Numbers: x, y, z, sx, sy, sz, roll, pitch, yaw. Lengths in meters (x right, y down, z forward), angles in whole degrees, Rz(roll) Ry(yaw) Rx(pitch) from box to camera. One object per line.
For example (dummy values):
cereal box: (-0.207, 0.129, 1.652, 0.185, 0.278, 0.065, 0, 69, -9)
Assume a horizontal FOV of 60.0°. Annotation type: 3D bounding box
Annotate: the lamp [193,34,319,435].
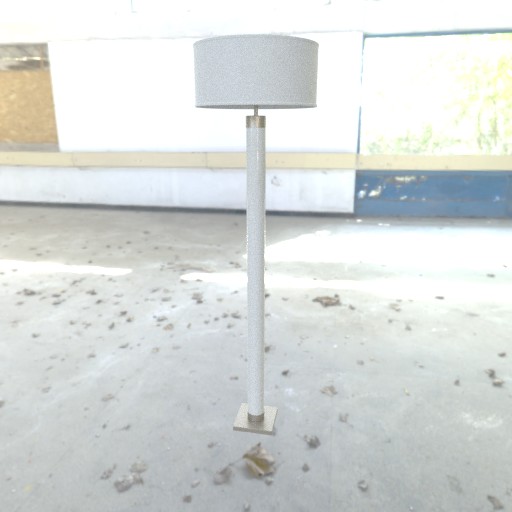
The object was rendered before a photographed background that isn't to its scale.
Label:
lamp: (0.000, 0.000, 1.685, 0.420, 1.475, 0.420, 3, 17, 11)
